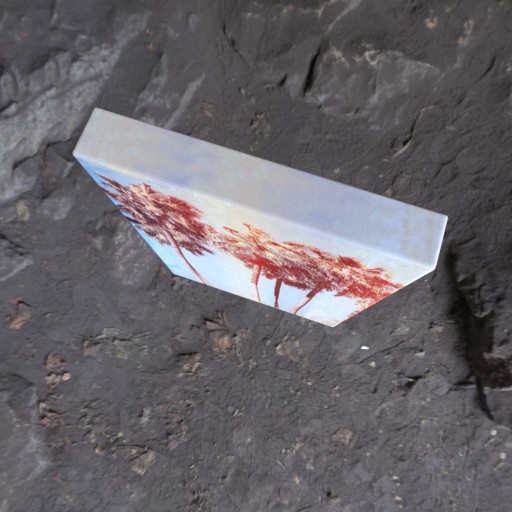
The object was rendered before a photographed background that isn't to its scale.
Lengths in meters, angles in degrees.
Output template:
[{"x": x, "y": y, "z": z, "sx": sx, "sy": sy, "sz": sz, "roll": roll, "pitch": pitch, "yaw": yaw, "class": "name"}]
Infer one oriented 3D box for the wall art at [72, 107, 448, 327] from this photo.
[{"x": 0.000, "y": 0.000, "z": 0.477, "sx": 0.251, "sy": 0.380, "sz": 0.039, "roll": 18, "pitch": 76, "yaw": 5, "class": "wall art"}]
